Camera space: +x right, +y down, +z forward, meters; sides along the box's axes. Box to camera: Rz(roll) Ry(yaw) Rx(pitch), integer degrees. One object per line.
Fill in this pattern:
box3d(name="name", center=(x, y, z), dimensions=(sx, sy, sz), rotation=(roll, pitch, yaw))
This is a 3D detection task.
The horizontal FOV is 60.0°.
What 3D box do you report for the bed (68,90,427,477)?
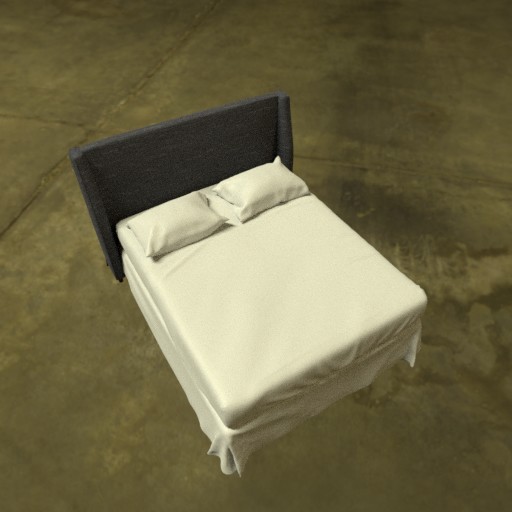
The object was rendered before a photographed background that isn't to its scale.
box3d(name="bed", center=(0.000, 0.000, 3.403), dimensions=(1.925, 1.332, 2.276), rotation=(-23, 50, -21))
